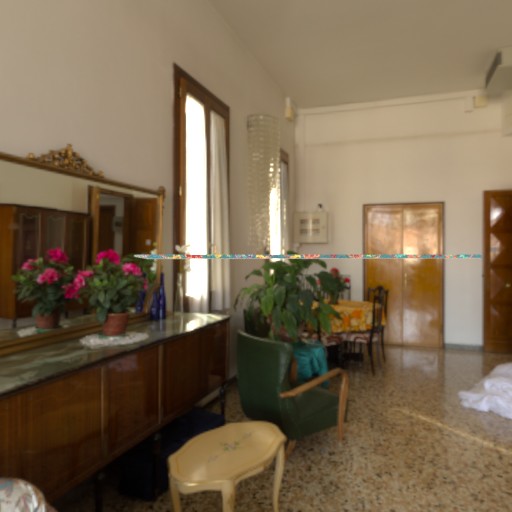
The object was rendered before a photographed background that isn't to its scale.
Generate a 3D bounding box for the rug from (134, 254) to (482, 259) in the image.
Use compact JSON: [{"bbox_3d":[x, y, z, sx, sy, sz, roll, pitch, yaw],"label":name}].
[{"bbox_3d":[0.000,0.000,2.354,1.216,0.014,1.836,0,0,-16],"label":"rug"}]
